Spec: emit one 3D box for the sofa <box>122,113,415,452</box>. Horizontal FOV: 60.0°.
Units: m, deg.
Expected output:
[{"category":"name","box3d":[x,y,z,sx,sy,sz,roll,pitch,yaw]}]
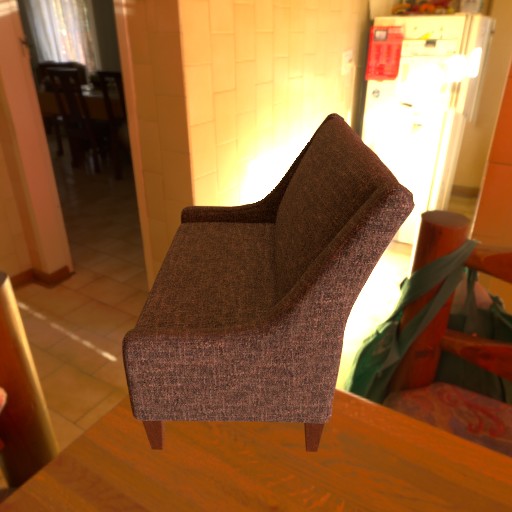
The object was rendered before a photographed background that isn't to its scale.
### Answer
[{"category":"sofa","box3d":[0.000,0.000,1.923,0.870,1.021,1.242,0,27,1]}]
